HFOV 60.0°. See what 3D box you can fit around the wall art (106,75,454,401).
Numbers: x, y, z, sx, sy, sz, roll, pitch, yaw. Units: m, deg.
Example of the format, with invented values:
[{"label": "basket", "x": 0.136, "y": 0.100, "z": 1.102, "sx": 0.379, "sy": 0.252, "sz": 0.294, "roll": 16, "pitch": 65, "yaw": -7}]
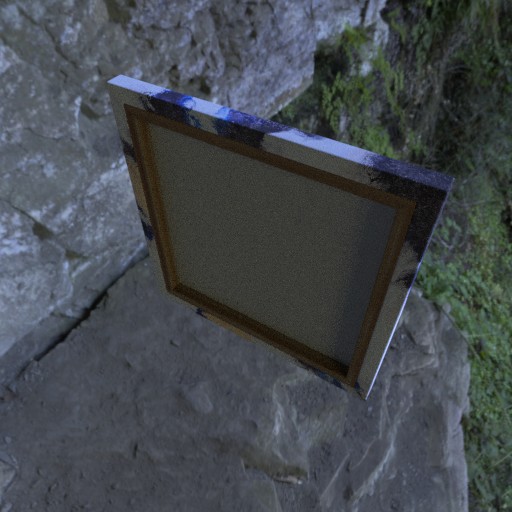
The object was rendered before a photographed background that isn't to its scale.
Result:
[{"label": "wall art", "x": 0.000, "y": 0.000, "z": 0.917, "sx": 0.609, "sy": 0.609, "sz": 0.039, "roll": 24, "pitch": 51, "yaw": 21}]
